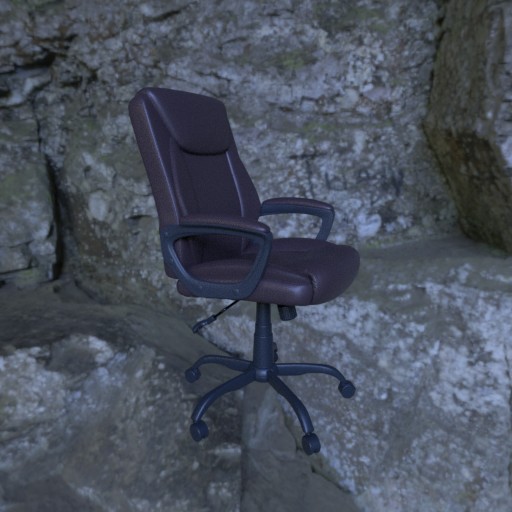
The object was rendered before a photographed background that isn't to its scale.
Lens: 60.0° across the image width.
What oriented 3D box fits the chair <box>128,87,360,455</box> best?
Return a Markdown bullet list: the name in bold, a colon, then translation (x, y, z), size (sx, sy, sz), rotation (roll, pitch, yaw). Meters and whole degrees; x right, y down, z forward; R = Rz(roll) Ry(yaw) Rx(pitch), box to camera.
- **chair**: translation (0.000, 0.000, 1.489), size (0.655, 1.072, 0.615), rotation (7, 15, 28)
